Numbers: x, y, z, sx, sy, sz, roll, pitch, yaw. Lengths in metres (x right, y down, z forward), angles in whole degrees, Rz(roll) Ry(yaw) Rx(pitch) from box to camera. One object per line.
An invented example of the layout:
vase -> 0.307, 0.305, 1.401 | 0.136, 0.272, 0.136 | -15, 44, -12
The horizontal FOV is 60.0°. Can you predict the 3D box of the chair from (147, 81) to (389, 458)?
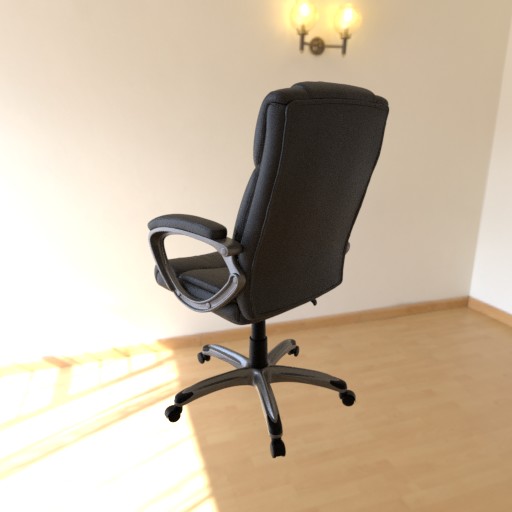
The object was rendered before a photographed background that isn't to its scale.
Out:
chair -> 0.000, 0.000, 1.596 | 0.721, 1.130, 0.719 | -15, 22, -41
